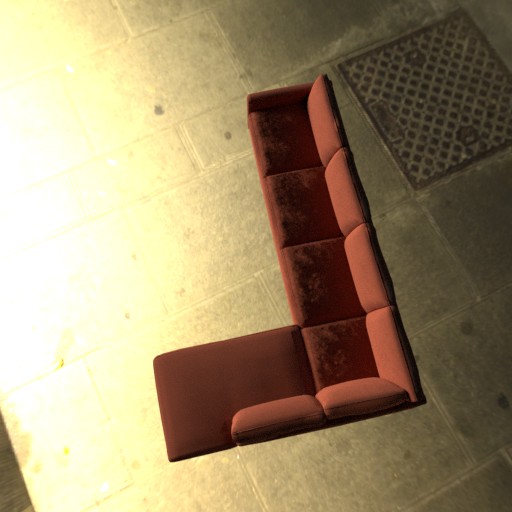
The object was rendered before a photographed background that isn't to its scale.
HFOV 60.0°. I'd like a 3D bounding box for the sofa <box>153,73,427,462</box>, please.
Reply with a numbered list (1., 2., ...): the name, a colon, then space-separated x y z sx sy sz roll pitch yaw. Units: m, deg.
1. sofa: 0.000 0.000 3.536 1.879 0.757 2.736 -12 75 -3
